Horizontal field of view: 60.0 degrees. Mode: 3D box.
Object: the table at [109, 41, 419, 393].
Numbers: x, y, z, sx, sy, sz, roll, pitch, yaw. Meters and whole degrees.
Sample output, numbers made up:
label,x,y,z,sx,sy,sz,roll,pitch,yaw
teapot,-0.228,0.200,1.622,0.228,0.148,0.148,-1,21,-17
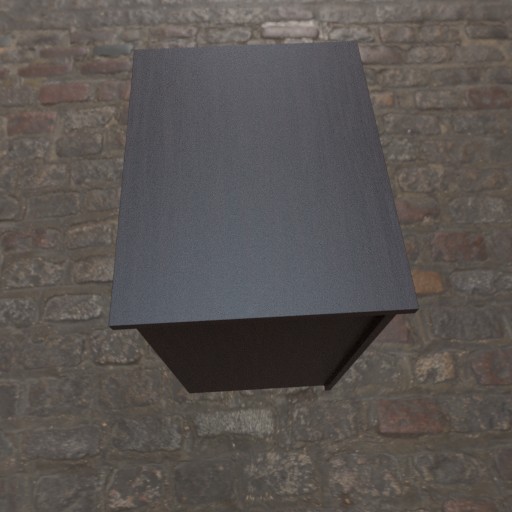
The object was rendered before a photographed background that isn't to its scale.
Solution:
label,x,y,z,sx,sy,sz,roll,pitch,yaw
table,0.000,0.000,0.925,0.381,0.635,0.480,-3,64,-1
